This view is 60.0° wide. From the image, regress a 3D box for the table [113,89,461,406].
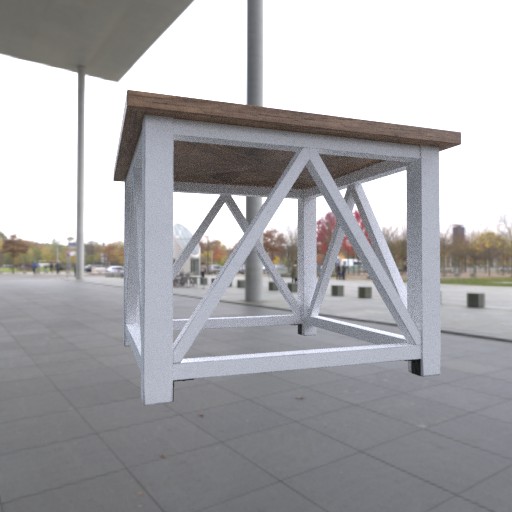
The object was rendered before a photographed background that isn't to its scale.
[{"bbox_3d":[0.000,0.000,1.171,0.700,0.532,0.700,0,-1,-20],"label":"table"}]
